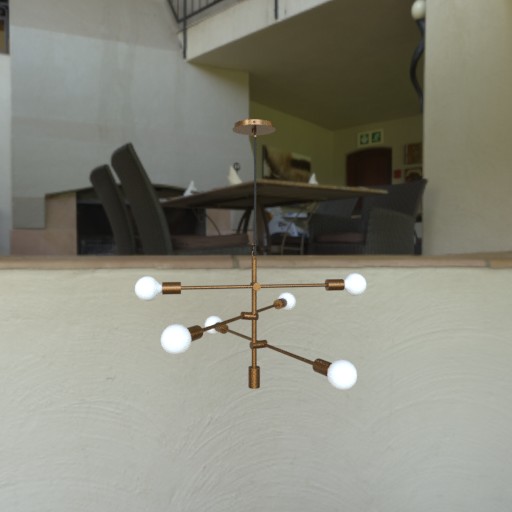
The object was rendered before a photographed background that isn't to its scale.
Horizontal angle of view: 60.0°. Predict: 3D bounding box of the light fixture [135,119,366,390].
[{"bbox_3d":[0.000,0.000,1.261,0.637,0.744,0.682,0,2,-1],"label":"light fixture"}]
